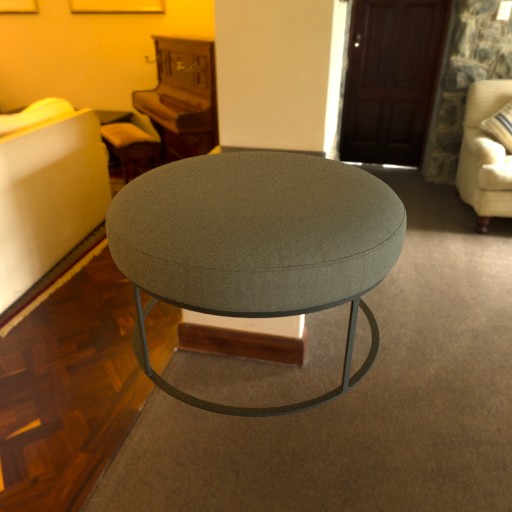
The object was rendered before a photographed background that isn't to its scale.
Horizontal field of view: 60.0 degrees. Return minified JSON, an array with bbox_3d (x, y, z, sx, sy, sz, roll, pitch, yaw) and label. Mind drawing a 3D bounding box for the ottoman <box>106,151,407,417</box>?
[{"bbox_3d":[0.000,0.000,1.244,0.772,0.460,0.772,0,28,0],"label":"ottoman"}]
